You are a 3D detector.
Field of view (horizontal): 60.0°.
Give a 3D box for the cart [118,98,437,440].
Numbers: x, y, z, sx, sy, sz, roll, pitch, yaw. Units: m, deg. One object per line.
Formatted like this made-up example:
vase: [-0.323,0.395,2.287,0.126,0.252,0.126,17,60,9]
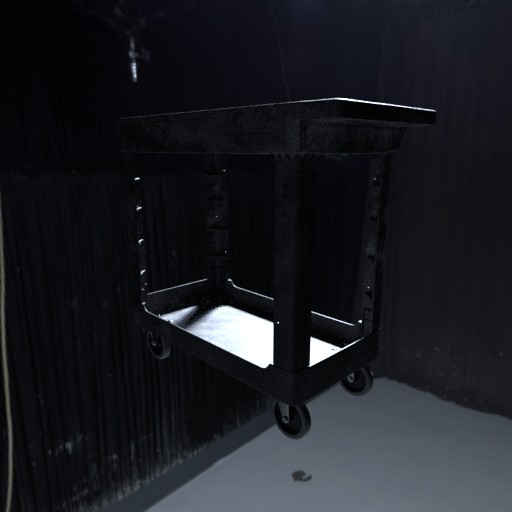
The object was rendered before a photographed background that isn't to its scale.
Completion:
cart: [0.000,0.000,1.358,0.420,0.824,0.877,-13,19,-43]
